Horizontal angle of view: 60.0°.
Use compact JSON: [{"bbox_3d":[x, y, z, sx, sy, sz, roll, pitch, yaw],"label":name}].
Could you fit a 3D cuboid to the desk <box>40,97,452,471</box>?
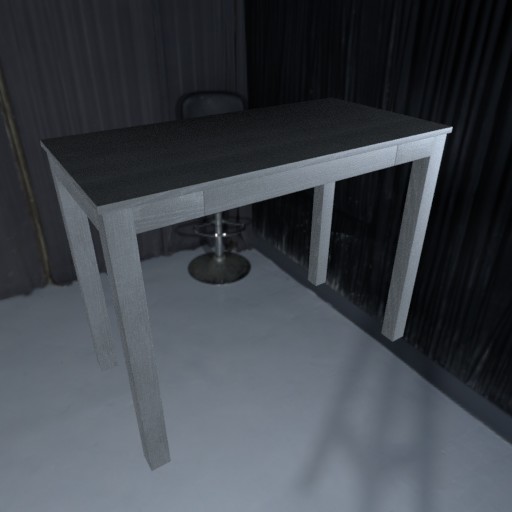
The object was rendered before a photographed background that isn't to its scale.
[{"bbox_3d":[0.000,0.000,1.377,0.991,0.762,0.499,-18,35,-28],"label":"desk"}]
